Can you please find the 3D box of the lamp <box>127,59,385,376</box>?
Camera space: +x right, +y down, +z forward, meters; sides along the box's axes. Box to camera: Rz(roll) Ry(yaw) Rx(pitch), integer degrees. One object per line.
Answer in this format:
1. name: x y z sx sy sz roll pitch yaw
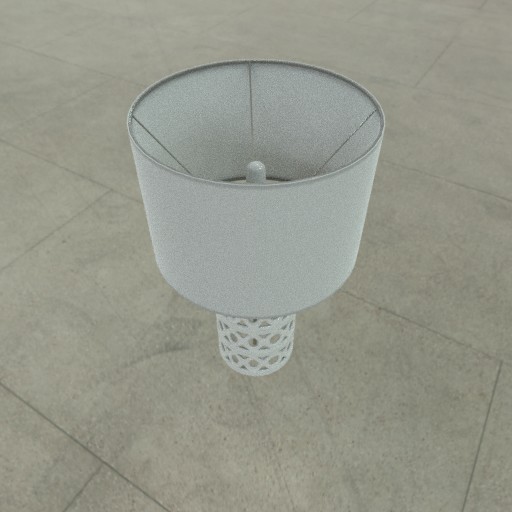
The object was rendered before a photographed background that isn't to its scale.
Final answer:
1. lamp: 0.000 0.000 0.713 0.310 0.502 0.310 0 45 0
